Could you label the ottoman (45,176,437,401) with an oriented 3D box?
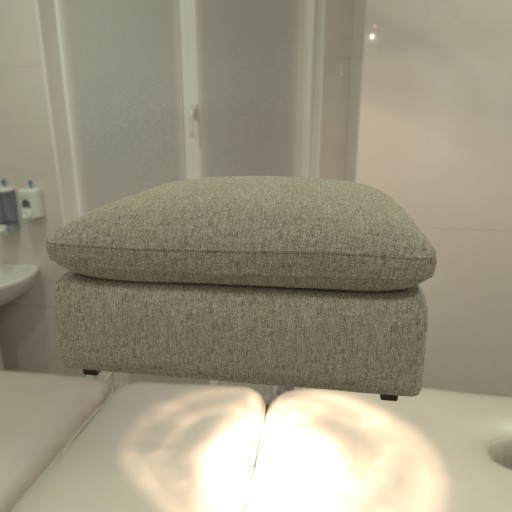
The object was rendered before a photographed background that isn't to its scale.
[{"bbox_3d":[0.000,0.000,1.615,1.039,0.526,1.035,2,16,8],"label":"ottoman"}]
